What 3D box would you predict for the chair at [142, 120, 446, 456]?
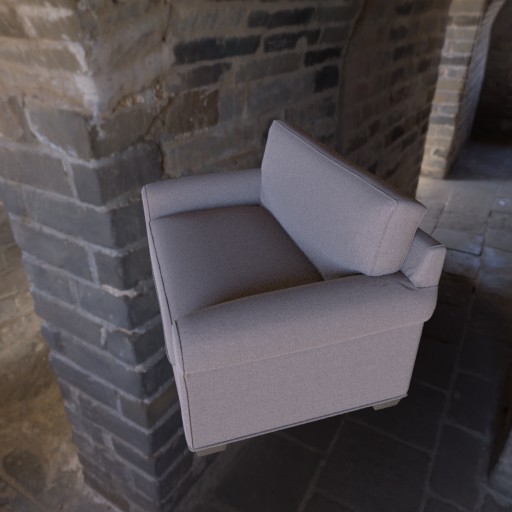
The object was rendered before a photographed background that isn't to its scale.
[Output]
[{"bbox_3d":[0.000,0.000,2.014,0.930,0.930,1.390,-9,31,-15],"label":"chair"}]
